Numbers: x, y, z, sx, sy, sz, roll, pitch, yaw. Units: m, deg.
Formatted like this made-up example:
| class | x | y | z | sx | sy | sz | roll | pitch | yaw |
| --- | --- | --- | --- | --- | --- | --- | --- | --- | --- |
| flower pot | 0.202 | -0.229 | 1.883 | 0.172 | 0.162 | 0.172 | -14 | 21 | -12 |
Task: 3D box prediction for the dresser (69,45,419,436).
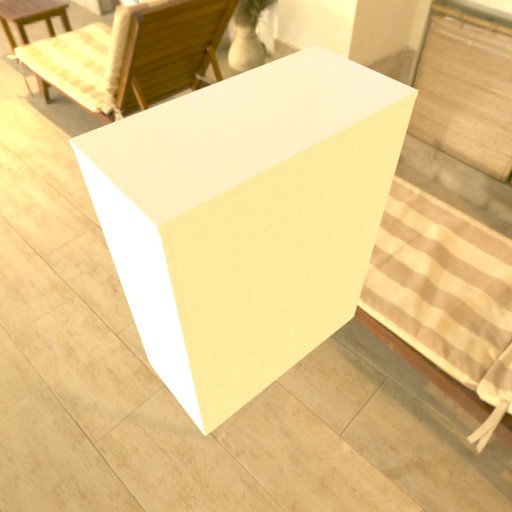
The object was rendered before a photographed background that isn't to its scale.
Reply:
| class | x | y | z | sx | sy | sz | roll | pitch | yaw |
| --- | --- | --- | --- | --- | --- | --- | --- | --- | --- |
| dresser | 0.000 | 0.000 | 1.472 | 0.800 | 1.040 | 0.380 | -32 | 55 | -26 |
